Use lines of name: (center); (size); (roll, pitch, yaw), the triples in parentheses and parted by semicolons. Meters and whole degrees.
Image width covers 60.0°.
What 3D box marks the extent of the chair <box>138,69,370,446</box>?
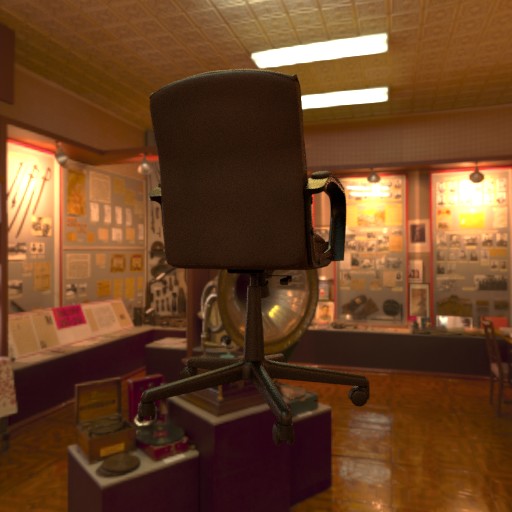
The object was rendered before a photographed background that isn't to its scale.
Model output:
chair: (0.000, 0.000, 1.513); (0.739, 1.004, 0.717); (0, 0, 19)
